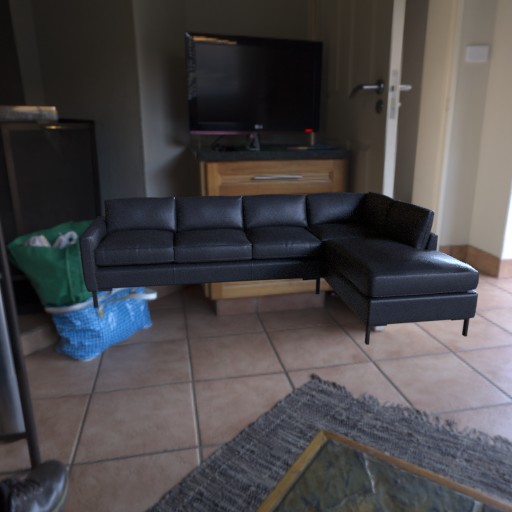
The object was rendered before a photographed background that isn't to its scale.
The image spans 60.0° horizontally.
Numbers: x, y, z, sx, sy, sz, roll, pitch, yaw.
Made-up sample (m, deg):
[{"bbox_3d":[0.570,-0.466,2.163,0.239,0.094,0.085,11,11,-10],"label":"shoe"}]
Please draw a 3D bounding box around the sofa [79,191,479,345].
[{"bbox_3d":[0.000,0.000,3.876,2.984,0.877,1.938,-3,16,-9],"label":"sofa"}]
